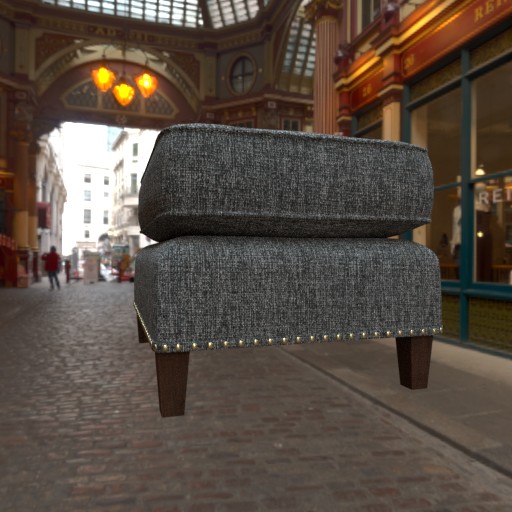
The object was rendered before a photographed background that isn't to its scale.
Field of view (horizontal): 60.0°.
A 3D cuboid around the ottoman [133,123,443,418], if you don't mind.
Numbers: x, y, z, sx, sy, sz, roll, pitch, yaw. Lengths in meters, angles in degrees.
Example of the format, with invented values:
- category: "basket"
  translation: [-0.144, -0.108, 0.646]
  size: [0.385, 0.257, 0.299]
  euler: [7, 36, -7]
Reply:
- category: "ottoman"
  translation: [0.000, 0.000, 1.150]
  size: [0.589, 0.537, 0.738]
  euler: [0, 0, -18]
